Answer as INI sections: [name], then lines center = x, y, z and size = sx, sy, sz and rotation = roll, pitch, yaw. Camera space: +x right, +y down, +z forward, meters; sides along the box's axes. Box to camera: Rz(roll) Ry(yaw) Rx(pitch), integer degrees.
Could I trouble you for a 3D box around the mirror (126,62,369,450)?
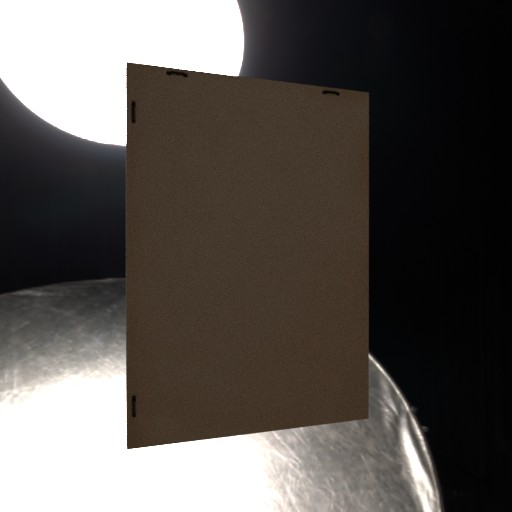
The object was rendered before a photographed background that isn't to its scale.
[mirror]
center = 0.000, 0.000, 0.902
size = 0.507, 0.710, 0.039
rotation = 0, 0, -18
